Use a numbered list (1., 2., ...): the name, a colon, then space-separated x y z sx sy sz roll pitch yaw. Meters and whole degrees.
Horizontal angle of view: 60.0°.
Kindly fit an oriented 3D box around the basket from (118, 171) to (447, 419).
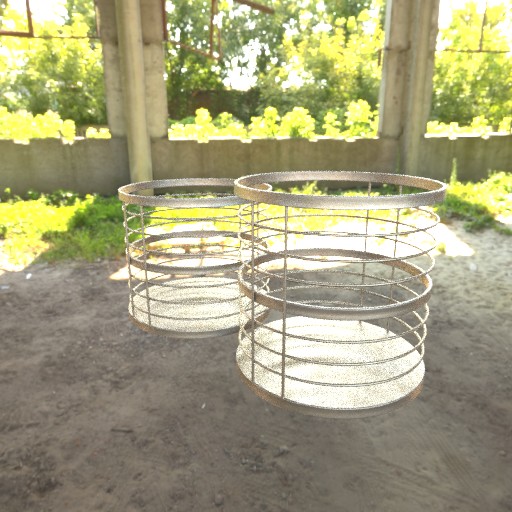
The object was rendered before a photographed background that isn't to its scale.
1. basket: 0.000 0.000 0.948 0.746 0.351 0.356 15 22 42
